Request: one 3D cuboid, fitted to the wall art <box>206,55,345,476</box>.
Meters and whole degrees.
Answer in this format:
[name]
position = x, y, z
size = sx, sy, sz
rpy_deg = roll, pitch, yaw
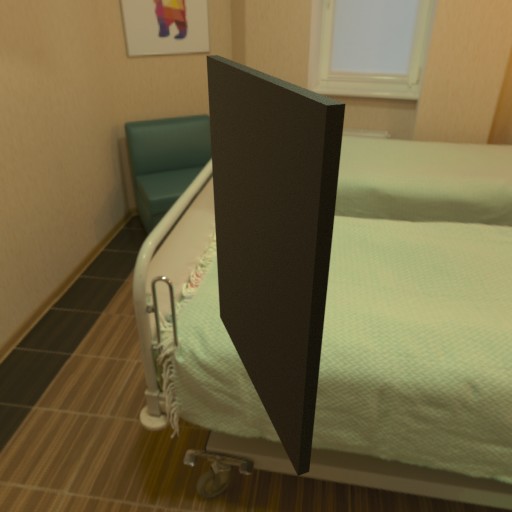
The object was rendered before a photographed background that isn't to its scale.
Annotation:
[wall art]
position = 0.000, 0.000, 1.377
size = 0.038, 1.062, 0.806
rpy_deg = -11, 32, -18
